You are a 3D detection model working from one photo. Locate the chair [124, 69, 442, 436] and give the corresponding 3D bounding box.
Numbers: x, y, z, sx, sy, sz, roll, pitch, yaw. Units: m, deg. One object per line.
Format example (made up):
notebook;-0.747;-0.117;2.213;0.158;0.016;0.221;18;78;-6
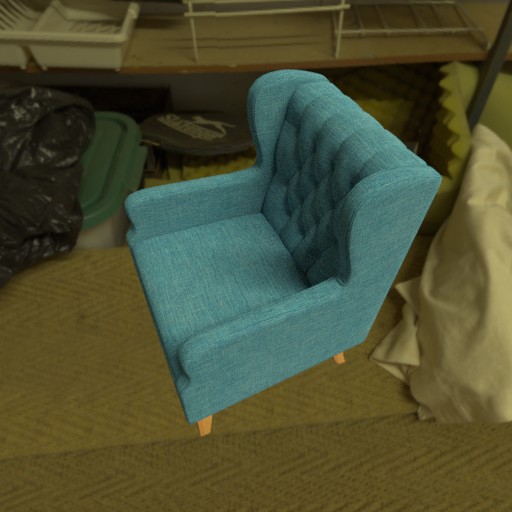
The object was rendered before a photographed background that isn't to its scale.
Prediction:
chair;0.000;0.000;1.520;0.775;0.952;0.711;-18;50;-16
